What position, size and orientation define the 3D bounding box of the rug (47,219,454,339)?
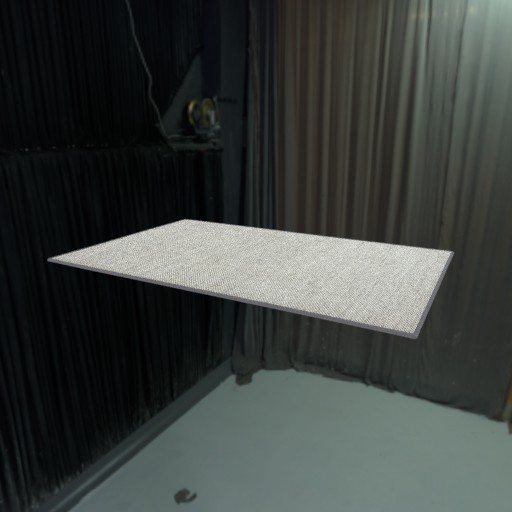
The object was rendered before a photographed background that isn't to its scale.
[{"bbox_3d":[0.000,0.000,2.151,1.676,0.013,1.067,9,18,27],"label":"rug"}]
